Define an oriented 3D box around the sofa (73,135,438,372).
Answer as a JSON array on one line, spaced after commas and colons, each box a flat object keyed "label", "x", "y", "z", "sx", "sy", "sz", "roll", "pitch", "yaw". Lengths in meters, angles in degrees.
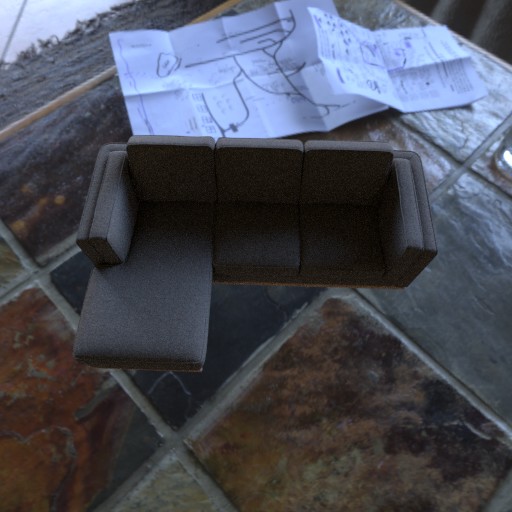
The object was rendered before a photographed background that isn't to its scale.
[{"label": "sofa", "x": 0.000, "y": 0.000, "z": 3.196, "sx": 2.411, "sy": 0.929, "sz": 1.604, "roll": 2, "pitch": 62, "yaw": 1}]
